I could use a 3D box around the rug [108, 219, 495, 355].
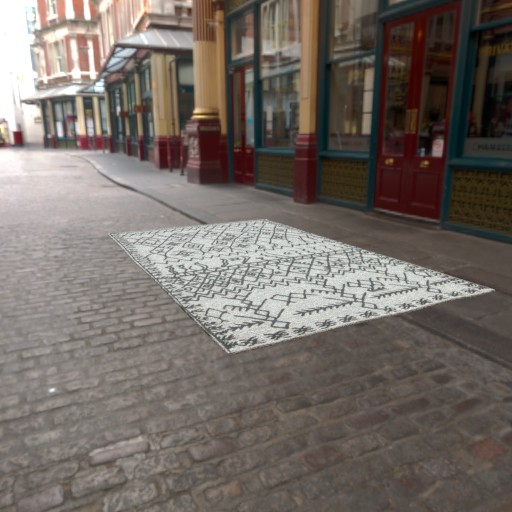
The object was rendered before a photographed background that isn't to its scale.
[{"bbox_3d":[0.000,0.000,4.704,2.393,0.019,3.824,-8,16,-27],"label":"rug"}]
